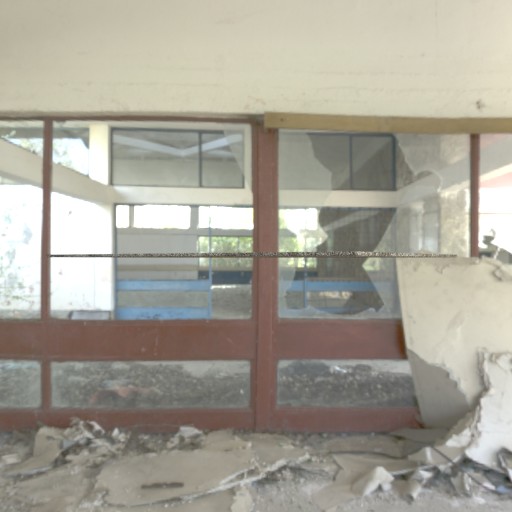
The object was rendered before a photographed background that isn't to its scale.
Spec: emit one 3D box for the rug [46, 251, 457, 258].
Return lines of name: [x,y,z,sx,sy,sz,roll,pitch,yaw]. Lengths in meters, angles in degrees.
rug: [0.000,0.000,4.127,3.000,0.025,2.401,0,0,36]
